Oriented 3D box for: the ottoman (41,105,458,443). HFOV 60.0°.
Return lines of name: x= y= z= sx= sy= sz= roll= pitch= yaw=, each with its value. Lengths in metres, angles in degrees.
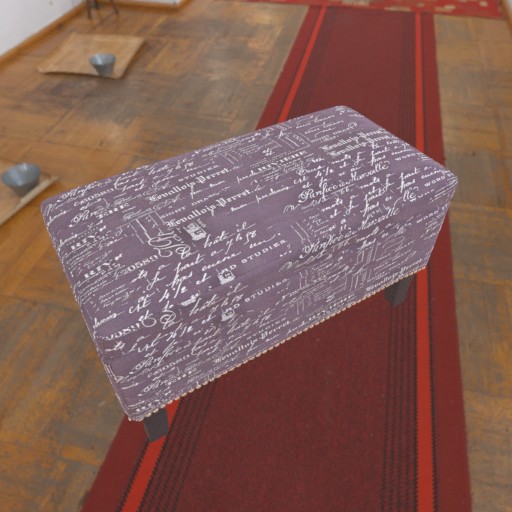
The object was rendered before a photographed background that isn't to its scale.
ottoman: x=0.000 y=0.000 z=1.065 sx=0.813 sy=0.457 sz=0.406 roll=-24 pitch=50 yaw=-21
